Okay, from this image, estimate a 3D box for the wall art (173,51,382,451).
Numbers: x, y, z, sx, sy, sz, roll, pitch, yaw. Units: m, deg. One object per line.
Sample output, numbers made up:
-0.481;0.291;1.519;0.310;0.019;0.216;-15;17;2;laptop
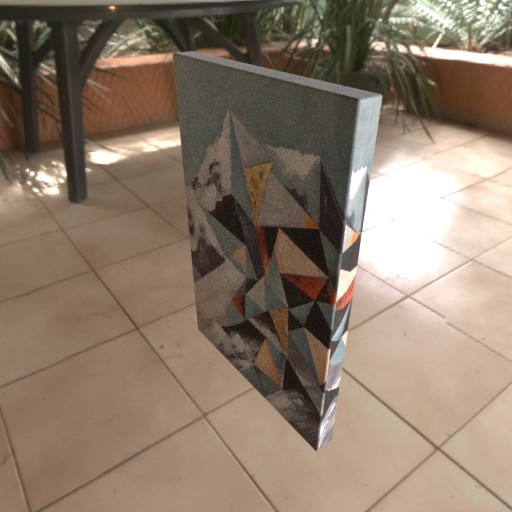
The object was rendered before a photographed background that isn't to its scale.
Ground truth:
0.000;0.000;1.158;0.061;0.911;0.609;-22;39;-31;wall art
